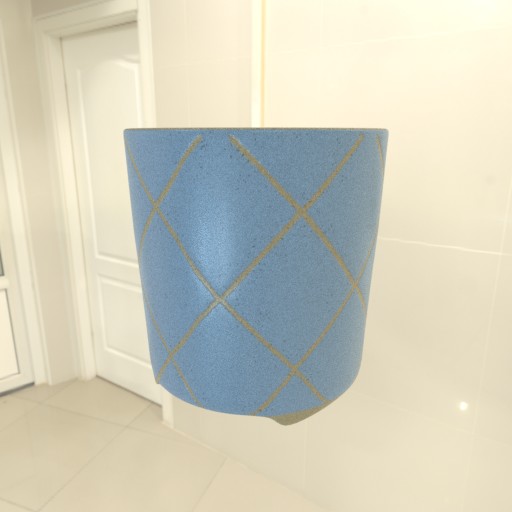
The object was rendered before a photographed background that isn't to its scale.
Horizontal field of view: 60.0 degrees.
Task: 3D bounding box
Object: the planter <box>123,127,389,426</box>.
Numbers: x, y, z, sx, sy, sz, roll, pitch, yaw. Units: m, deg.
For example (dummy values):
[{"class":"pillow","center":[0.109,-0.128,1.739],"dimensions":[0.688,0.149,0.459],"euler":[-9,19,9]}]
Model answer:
[{"class":"planter","center":[0.000,0.000,0.426],"dimensions":[0.227,0.235,0.227],"euler":[0,15,0]}]
